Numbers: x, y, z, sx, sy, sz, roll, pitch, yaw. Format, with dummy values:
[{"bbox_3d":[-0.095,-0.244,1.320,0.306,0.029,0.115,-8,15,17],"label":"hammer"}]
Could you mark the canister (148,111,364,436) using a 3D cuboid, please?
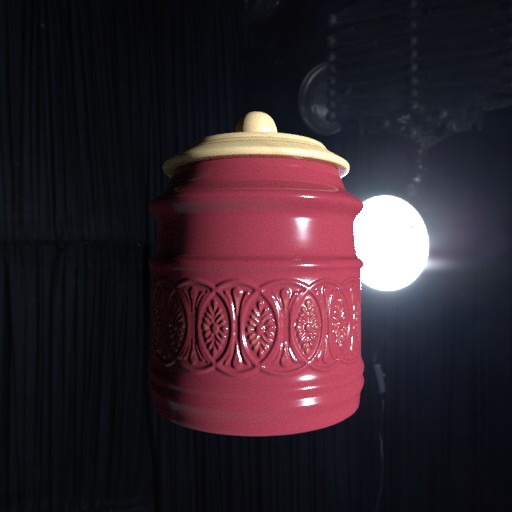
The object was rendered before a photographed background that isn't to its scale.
[{"bbox_3d":[0.000,0.000,0.273,0.130,0.176,0.130,0,0,0],"label":"canister"}]
